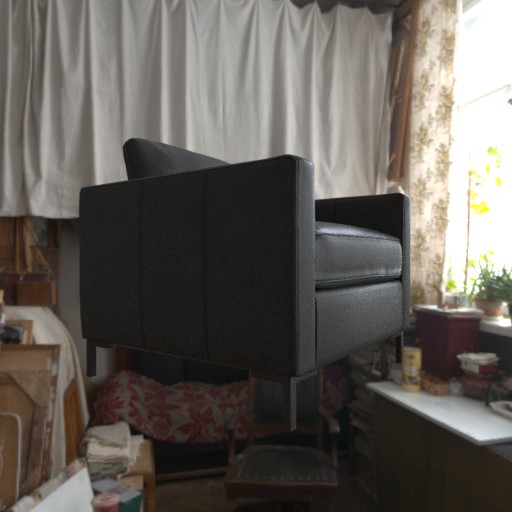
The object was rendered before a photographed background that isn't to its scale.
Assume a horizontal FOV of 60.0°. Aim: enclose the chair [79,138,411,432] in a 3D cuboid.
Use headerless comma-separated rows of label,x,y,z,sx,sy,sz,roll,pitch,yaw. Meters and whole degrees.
chair,0.000,0.000,1.535,0.861,0.824,0.967,0,0,36
